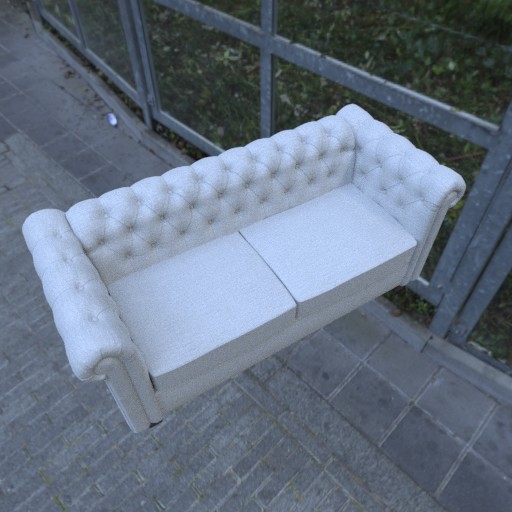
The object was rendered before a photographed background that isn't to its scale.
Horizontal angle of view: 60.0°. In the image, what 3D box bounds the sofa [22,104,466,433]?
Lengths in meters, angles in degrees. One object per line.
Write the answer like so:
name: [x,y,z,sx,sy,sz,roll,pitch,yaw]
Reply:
sofa: [0.000,0.000,2.151,1.798,0.797,0.783,-24,52,-20]
